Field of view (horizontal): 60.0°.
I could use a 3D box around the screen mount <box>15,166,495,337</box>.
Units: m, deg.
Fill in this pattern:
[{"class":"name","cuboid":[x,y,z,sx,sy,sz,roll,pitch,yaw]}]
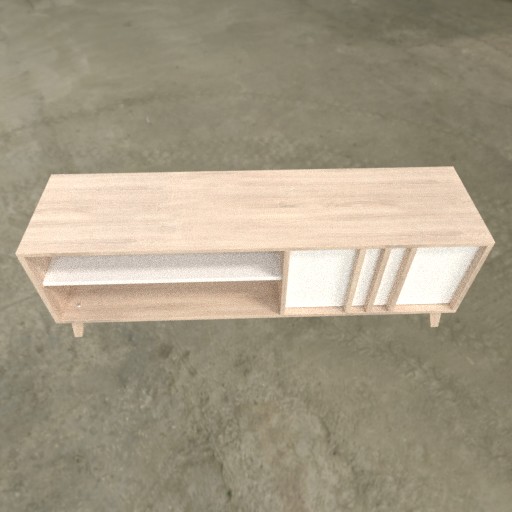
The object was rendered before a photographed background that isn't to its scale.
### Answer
[{"class":"screen mount","cuboid":[0.000,0.000,1.707,1.500,0.510,0.400,-1,48,-1]}]
